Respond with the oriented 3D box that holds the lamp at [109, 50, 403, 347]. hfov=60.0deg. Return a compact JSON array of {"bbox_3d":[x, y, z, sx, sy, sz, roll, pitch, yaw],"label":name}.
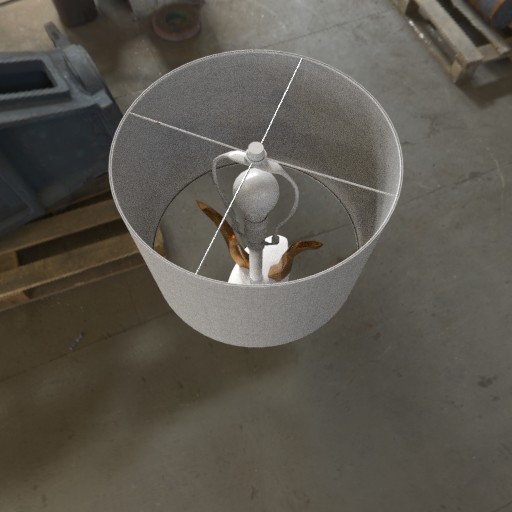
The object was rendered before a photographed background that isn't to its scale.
[{"bbox_3d":[0.000,0.000,0.675,0.298,0.503,0.298,19,66,9],"label":"lamp"}]
